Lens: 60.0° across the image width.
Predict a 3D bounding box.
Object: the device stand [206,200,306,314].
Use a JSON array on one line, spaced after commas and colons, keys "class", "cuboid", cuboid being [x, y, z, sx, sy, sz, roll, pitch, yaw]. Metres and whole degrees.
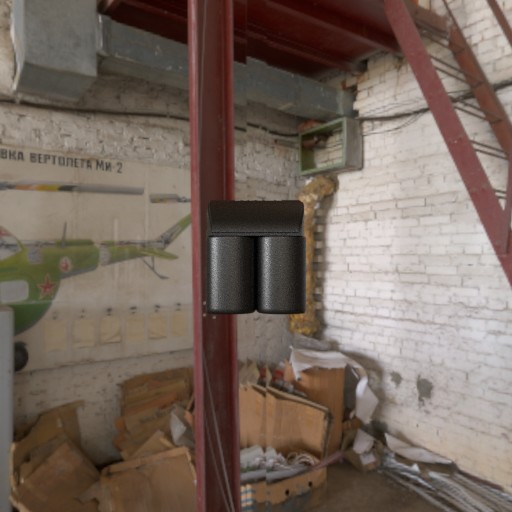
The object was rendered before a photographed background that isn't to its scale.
[{"class": "device stand", "cuboid": [0.000, 0.000, 0.191, 0.026, 0.030, 0.179, 0, 0, 0]}]
